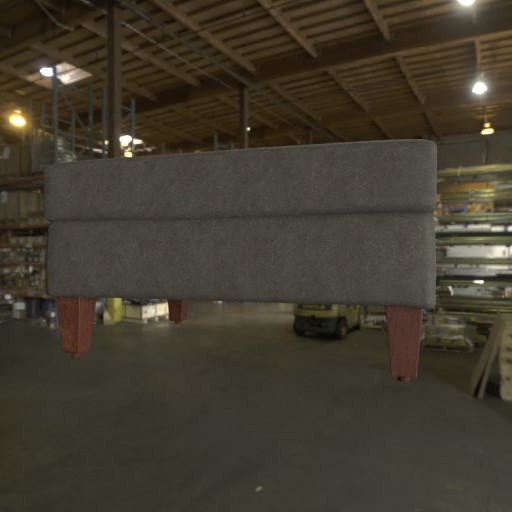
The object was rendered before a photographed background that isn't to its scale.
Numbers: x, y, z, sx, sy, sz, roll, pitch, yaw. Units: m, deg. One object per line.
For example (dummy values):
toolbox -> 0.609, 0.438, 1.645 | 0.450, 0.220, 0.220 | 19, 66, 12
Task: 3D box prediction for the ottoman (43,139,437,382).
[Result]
ottoman -> 0.000, 0.000, 1.180 | 0.839, 0.464, 0.639 | 0, 0, 16
